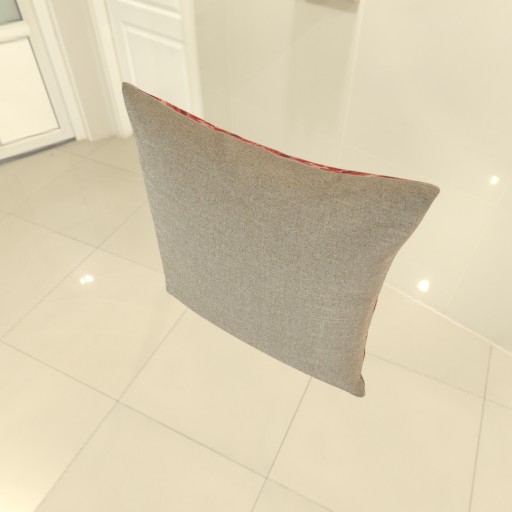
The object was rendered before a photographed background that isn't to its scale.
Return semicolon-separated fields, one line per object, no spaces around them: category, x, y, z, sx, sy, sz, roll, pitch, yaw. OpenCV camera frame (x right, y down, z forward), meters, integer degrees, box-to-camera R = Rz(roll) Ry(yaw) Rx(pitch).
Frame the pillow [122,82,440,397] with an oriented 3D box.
pillow;0.000;0.000;0.794;0.513;0.511;0.158;25;50;23
